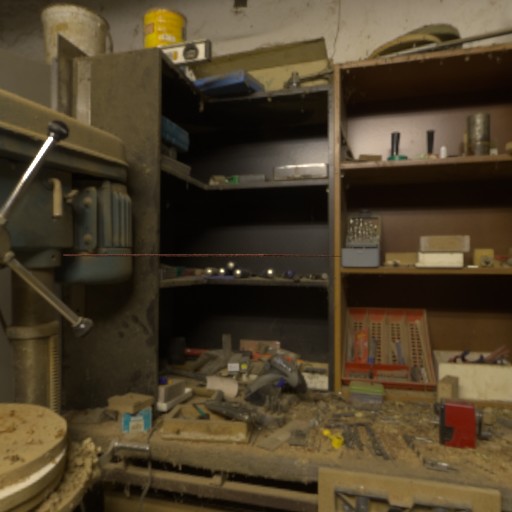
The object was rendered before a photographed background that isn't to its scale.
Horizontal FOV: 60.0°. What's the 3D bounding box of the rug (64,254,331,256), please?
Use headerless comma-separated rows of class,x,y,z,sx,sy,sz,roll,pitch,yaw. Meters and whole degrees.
rug,0.000,0.000,2.736,0.792,0.006,2.437,0,0,17
